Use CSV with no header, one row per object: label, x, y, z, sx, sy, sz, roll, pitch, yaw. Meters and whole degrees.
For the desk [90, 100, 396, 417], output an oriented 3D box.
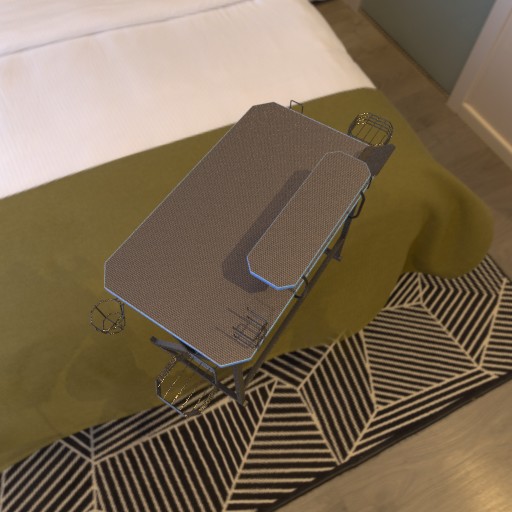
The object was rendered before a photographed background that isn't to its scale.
desk,0.000,0.000,1.757,0.594,0.909,1.295,30,65,16
